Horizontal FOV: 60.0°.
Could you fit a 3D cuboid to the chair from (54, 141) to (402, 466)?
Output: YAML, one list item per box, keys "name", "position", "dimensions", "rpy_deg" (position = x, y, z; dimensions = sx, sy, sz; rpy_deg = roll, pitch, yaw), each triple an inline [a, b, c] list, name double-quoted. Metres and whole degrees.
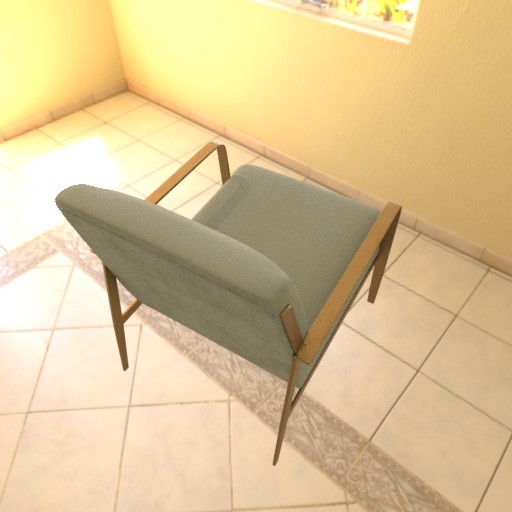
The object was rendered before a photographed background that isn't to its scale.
- name: "chair"
  position: [0.000, 0.000, 1.431]
  dimensions: [0.701, 0.824, 0.842]
  rpy_deg: [24, 50, 21]
